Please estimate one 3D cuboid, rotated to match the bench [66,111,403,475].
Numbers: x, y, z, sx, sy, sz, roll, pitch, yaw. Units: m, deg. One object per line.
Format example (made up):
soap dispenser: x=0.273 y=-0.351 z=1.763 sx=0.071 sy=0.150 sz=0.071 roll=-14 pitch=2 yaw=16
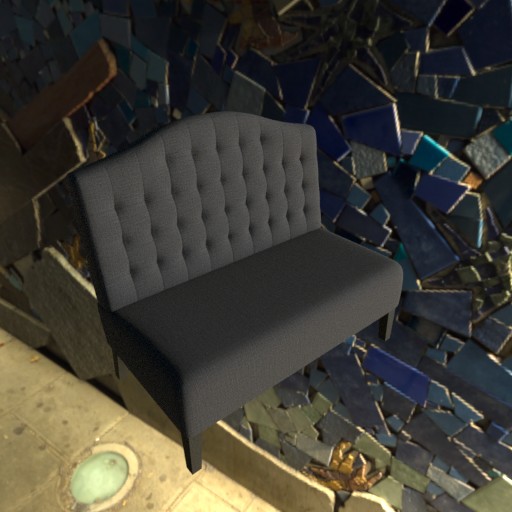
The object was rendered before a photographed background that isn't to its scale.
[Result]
bench: x=0.000 y=0.000 z=2.076 sx=1.335 sy=1.180 sz=0.815 roll=-22 pitch=36 yaw=-34
